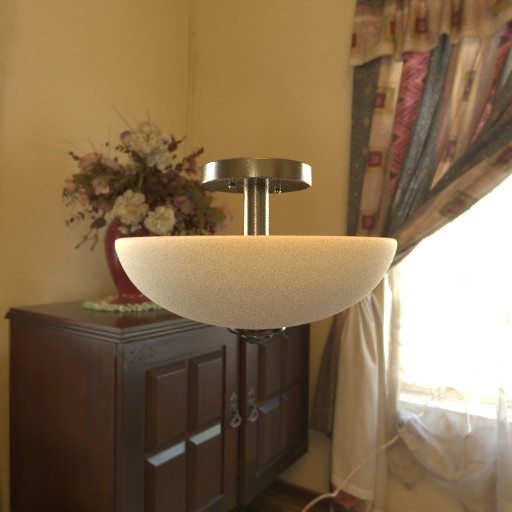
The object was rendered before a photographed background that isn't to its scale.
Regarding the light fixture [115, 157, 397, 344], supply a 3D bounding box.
[{"bbox_3d":[0.000,0.000,0.544,0.330,0.214,0.330,0,1,0],"label":"light fixture"}]
